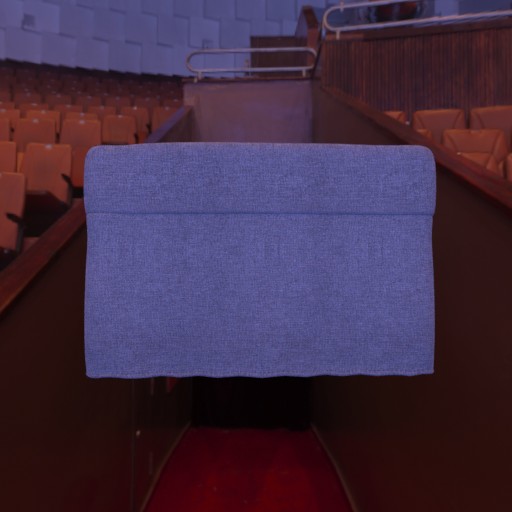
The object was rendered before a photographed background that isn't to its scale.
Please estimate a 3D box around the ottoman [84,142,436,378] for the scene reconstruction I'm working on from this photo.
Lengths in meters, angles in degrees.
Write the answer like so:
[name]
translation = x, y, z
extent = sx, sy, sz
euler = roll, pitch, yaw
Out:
[ottoman]
translation = 0.000, 0.000, 1.203
extent = 0.652, 0.492, 0.833
euler = 0, -1, -2
